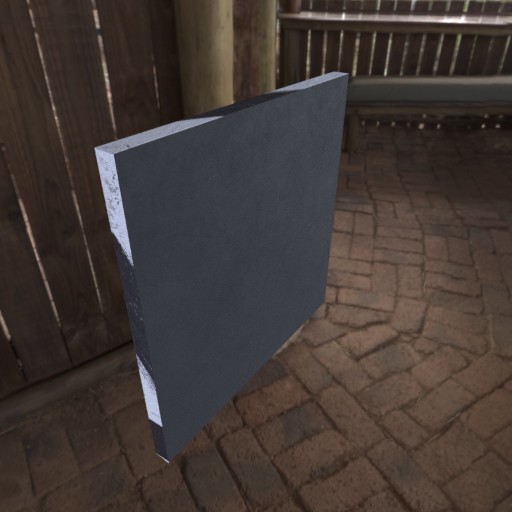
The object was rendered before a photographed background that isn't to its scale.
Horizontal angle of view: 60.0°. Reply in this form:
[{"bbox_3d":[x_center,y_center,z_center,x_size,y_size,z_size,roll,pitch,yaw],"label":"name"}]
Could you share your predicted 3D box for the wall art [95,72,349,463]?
[{"bbox_3d":[0.000,0.000,1.125,0.046,0.765,0.765,22,38,30],"label":"wall art"}]
